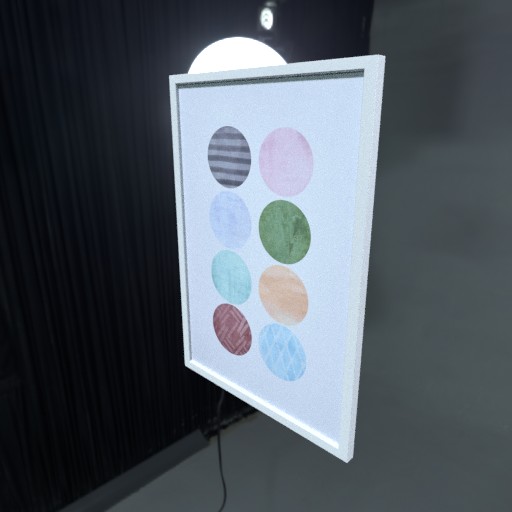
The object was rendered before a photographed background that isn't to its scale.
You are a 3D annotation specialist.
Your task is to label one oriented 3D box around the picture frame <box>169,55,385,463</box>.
[{"bbox_3d":[0.000,0.000,0.553,0.305,0.434,0.013,16,24,41],"label":"picture frame"}]
